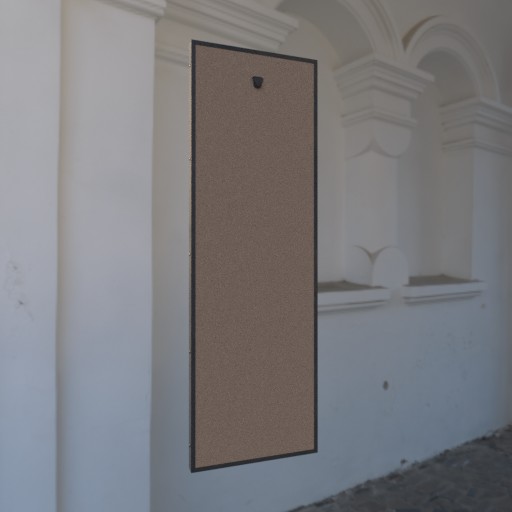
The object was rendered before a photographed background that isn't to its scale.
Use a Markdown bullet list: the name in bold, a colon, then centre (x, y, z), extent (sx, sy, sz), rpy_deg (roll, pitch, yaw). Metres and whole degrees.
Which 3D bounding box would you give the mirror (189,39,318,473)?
- **mirror**: centre (0.000, 0.000, 1.167), extent (0.354, 1.080, 0.042), rpy_deg (0, 0, -19)
